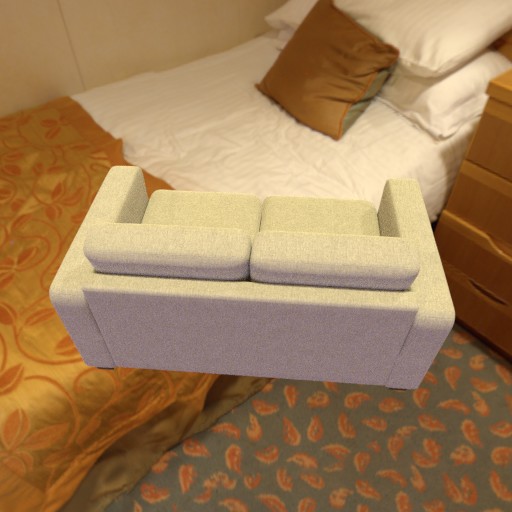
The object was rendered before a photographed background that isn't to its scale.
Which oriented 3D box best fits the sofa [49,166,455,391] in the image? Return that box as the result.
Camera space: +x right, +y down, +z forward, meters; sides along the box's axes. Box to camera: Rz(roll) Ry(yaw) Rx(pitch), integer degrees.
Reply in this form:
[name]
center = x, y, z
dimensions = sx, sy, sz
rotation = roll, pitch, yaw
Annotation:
[sofa]
center = 0.000, 0.000, 2.067
dimensions = 1.540, 0.800, 0.900
rotation = 3, 47, 3
